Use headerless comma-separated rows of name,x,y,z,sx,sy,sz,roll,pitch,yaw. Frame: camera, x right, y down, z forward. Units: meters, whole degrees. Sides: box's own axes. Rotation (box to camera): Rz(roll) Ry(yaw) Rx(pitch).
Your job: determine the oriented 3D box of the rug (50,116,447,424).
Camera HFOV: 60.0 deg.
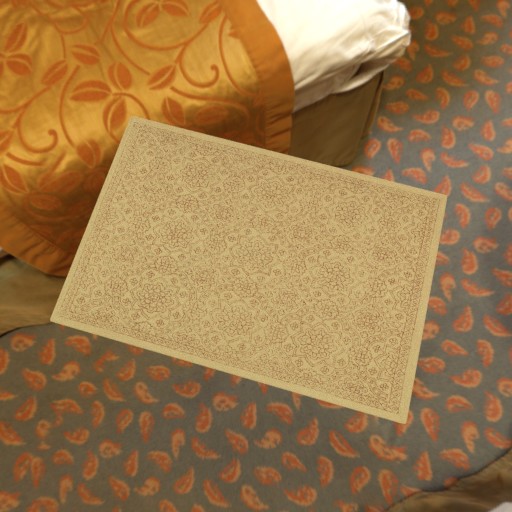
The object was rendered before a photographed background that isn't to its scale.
rug,0.000,0.000,2.330,1.829,0.010,1.219,15,76,4
